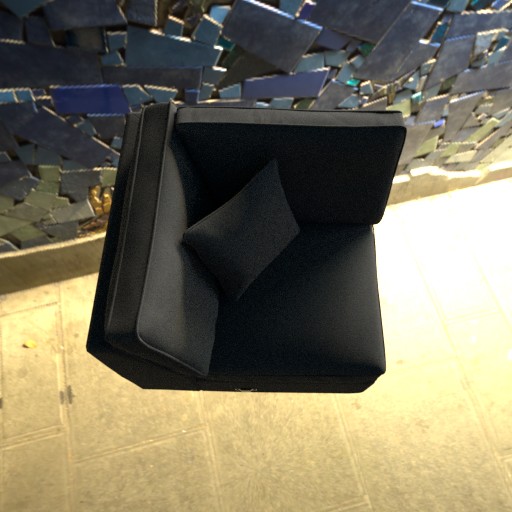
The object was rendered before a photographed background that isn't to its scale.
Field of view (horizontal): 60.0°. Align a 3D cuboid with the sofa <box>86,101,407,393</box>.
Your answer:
[{"bbox_3d":[0.000,0.000,1.980,1.146,1.002,1.084,1,64,0],"label":"sofa"}]
